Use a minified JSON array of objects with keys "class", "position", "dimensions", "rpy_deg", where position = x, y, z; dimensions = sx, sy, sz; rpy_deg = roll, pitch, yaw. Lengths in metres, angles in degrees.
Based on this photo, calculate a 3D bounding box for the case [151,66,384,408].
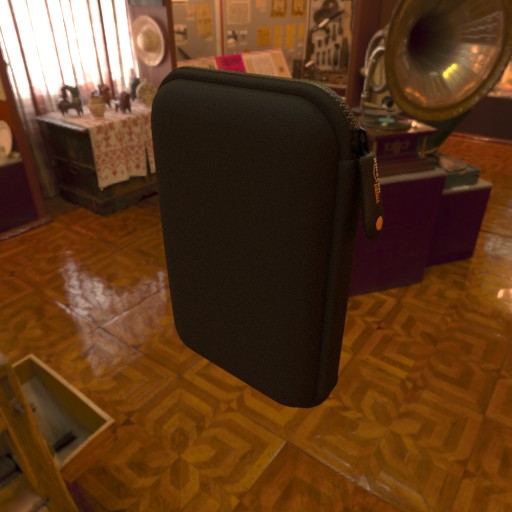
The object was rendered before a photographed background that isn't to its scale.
[{"class":"case","position":[0.000,0.000,0.192],"dimensions":[0.107,0.147,0.030],"rpy_deg":[22,37,33]}]
